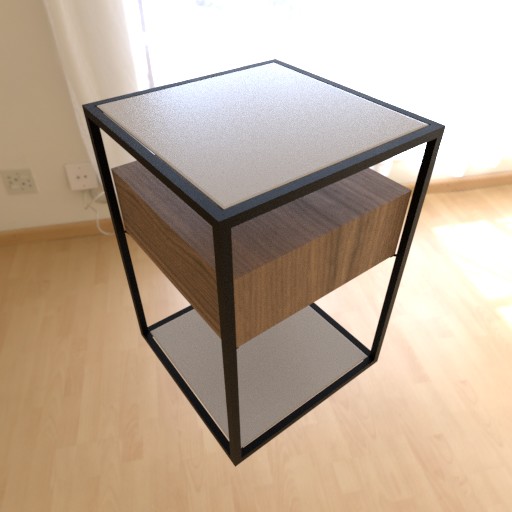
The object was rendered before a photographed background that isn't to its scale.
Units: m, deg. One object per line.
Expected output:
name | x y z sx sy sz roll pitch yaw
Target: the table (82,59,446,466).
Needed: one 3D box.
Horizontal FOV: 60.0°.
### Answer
table | 0.000 0.000 0.819 0.378 0.540 0.378 -26 47 -27
